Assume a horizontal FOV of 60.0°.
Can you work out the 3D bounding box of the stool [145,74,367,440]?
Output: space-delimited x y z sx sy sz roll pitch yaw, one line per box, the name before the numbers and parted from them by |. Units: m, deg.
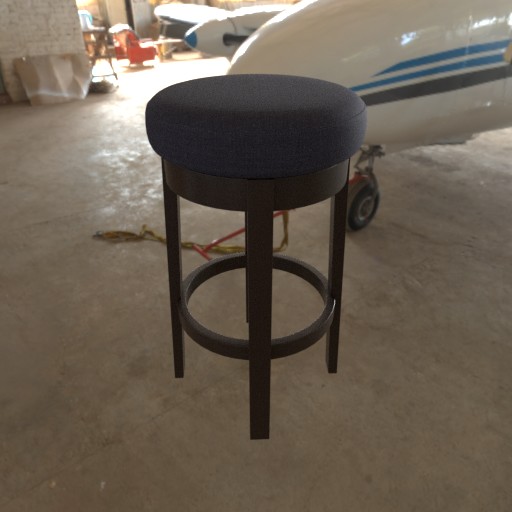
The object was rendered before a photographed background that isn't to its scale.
stool | 0.000 0.000 1.043 0.446 0.758 0.446 0 32 0
